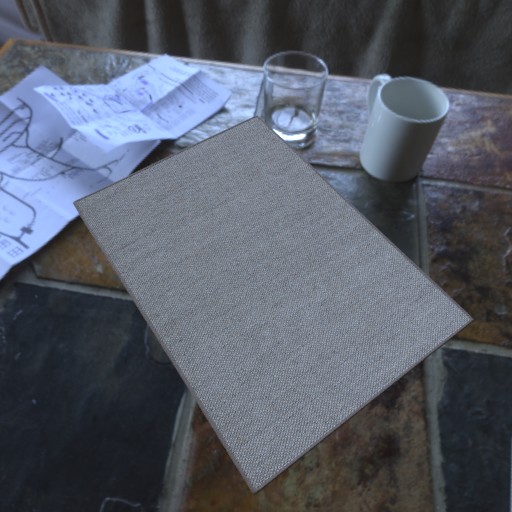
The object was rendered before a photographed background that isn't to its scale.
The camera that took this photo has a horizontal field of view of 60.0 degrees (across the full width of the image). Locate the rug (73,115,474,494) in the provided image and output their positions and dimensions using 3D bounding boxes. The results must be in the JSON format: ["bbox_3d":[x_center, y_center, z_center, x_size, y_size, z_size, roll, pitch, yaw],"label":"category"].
[{"bbox_3d":[0.000,0.000,2.720,1.517,0.013,2.115,-31,62,-18],"label":"rug"}]
